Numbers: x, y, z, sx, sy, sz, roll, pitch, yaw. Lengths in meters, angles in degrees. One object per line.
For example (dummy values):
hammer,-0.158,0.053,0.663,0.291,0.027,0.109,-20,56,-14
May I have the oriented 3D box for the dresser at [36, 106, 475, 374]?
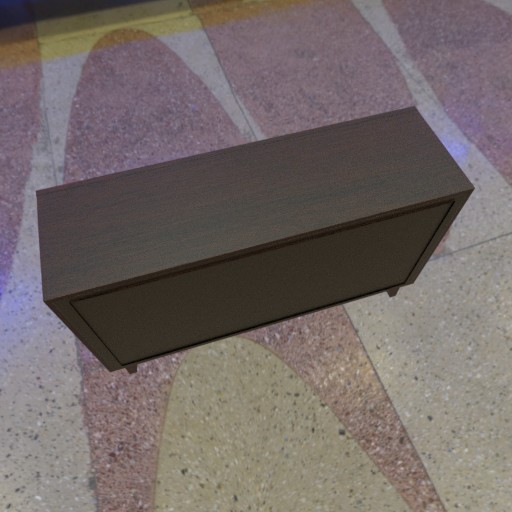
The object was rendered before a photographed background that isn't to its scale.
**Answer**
dresser,0.000,0.000,2.109,1.609,0.971,0.499,-15,60,-9
